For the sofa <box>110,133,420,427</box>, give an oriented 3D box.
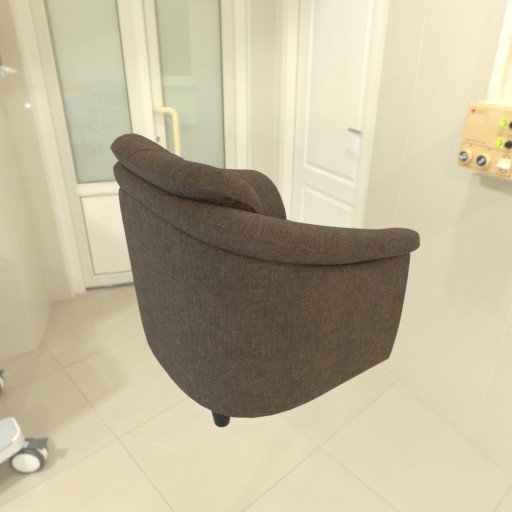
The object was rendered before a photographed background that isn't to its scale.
[{"bbox_3d":[0.000,0.000,1.490,0.794,0.811,0.870,-17,31,-31],"label":"sofa"}]
